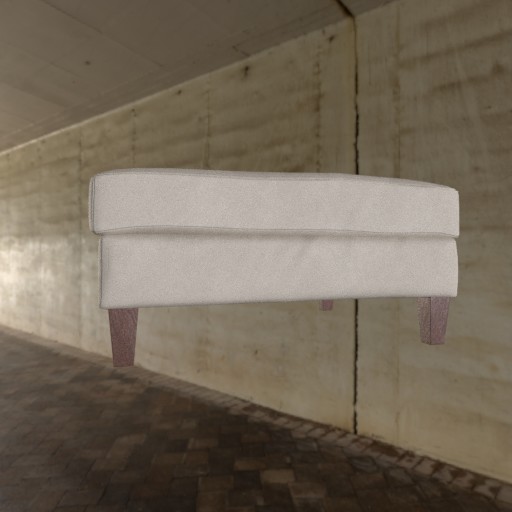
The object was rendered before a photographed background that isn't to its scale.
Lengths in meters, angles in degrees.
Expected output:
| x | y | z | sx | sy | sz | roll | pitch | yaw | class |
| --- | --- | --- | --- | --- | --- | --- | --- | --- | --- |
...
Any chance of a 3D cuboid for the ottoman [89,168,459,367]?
| x | y | z | sx | sy | sz | roll | pitch | yaw | class |
| --- | --- | --- | --- | --- | --- | --- | --- | --- | --- |
| 0.000 | 0.000 | 1.498 | 1.002 | 0.492 | 0.836 | 0 | 1 | -16 | ottoman |
